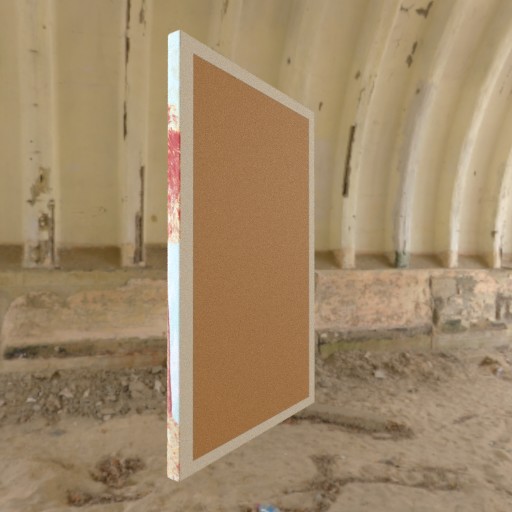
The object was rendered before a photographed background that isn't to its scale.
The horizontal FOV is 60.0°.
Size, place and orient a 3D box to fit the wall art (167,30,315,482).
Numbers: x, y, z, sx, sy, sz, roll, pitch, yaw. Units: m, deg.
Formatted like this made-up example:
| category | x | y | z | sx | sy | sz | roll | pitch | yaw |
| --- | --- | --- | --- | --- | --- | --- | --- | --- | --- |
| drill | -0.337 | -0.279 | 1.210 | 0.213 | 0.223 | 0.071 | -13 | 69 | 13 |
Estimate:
| category | x | y | z | sx | sy | sz | roll | pitch | yaw |
| --- | --- | --- | --- | --- | --- | --- | --- | --- | --- |
| wall art | 0.000 | 0.000 | 1.153 | 0.037 | 0.915 | 0.605 | 0 | -1 | 34 |
